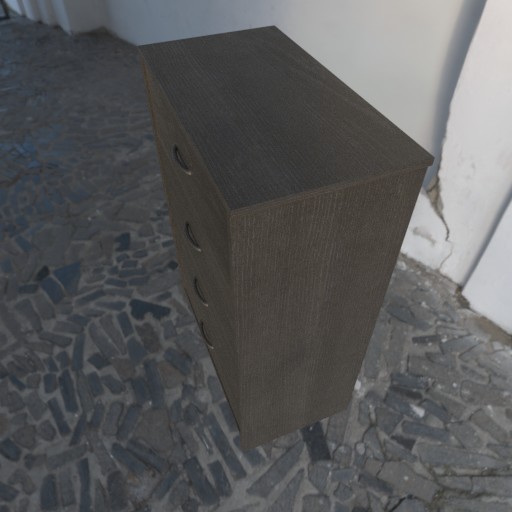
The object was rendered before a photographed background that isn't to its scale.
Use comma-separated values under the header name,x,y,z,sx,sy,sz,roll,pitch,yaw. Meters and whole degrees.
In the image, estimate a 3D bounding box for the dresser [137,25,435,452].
name,x,y,z,sx,sy,sz,roll,pitch,yaw
dresser,0.000,0.000,1.322,0.398,1.020,0.700,-16,48,-15
